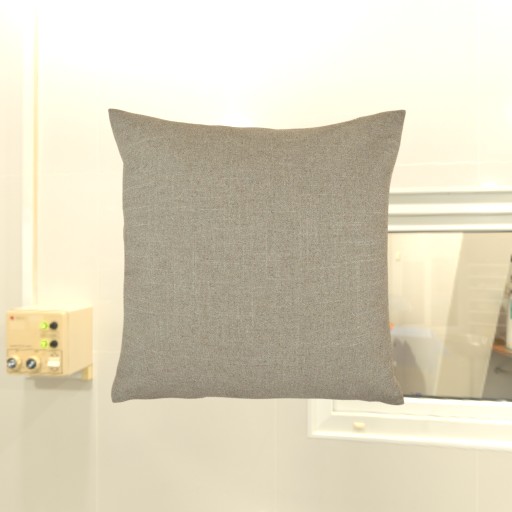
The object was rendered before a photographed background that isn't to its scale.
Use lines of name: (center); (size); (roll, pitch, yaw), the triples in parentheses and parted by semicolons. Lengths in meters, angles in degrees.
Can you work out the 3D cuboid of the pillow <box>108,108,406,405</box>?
pillow: (0.000, 0.000, 0.766); (0.513, 0.511, 0.158); (0, 0, 1)
